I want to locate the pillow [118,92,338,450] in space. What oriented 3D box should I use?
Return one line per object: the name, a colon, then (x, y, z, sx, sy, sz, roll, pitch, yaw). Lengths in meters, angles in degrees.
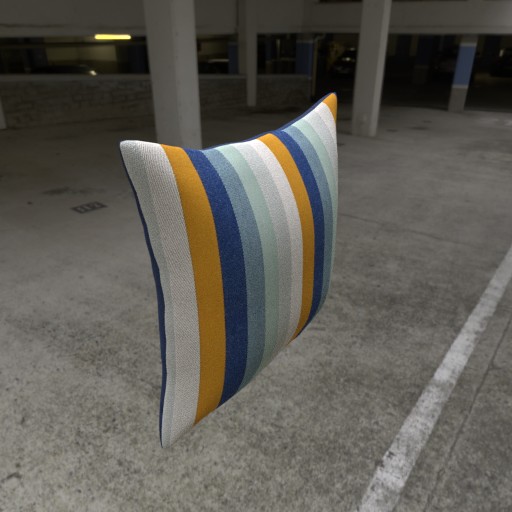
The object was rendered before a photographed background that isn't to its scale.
pillow: (0.000, 0.000, 0.716, 0.173, 0.454, 0.463, 19, 33, 32)
